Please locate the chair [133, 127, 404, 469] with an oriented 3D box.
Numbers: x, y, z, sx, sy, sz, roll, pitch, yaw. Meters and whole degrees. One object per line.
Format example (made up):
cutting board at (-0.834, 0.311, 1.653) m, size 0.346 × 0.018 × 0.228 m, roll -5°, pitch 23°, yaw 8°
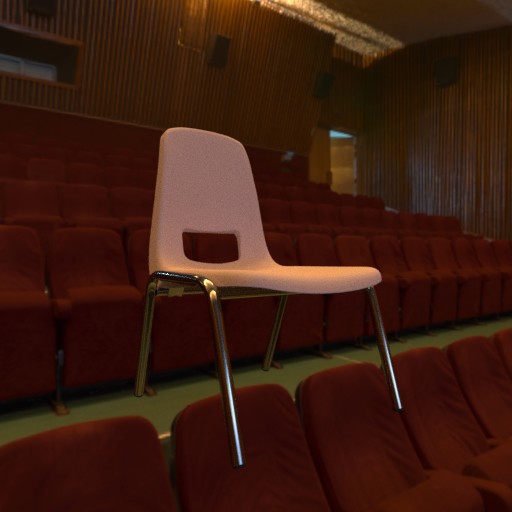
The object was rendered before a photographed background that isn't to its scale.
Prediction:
chair at (0.000, 0.000, 0.807) m, size 0.354 × 0.537 × 0.385 m, roll 0°, pitch 0°, yaw -37°
